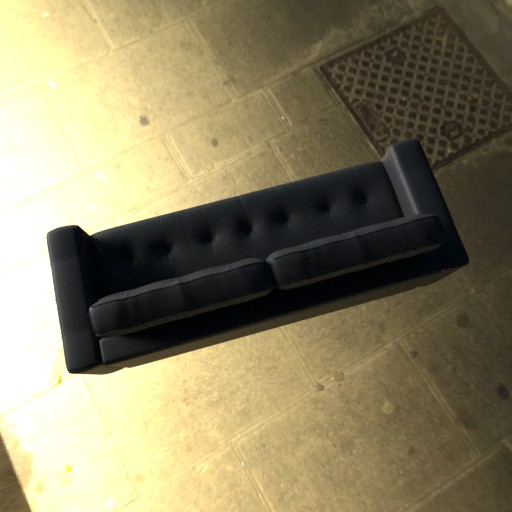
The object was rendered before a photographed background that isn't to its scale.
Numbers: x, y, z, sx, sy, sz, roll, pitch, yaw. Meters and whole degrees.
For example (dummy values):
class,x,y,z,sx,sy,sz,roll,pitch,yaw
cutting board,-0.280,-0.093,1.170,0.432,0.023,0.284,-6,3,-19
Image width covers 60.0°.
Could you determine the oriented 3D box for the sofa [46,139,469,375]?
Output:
class,x,y,z,sx,sy,sz,roll,pitch,yaw
sofa,0.000,0.000,2.648,2.275,0.893,0.833,-15,75,-4
